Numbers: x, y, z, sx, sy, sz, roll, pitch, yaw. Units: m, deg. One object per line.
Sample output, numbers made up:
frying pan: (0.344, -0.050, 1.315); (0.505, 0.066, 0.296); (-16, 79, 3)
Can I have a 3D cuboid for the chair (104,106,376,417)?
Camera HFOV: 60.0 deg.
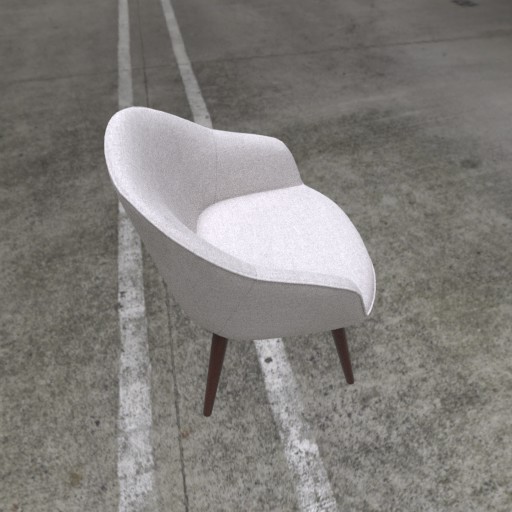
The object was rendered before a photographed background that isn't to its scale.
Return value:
chair: (0.000, 0.000, 1.242); (0.635, 0.823, 0.596); (-10, 48, -9)
